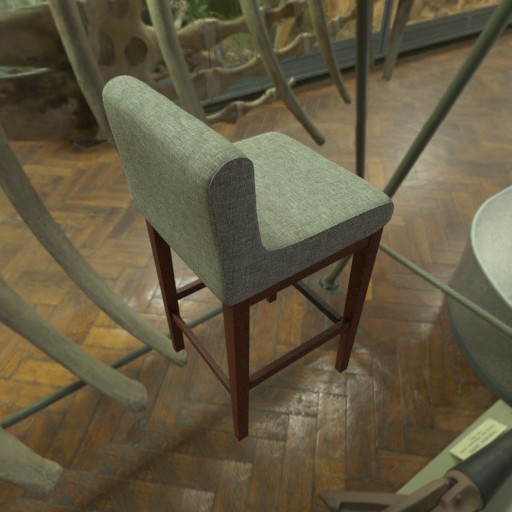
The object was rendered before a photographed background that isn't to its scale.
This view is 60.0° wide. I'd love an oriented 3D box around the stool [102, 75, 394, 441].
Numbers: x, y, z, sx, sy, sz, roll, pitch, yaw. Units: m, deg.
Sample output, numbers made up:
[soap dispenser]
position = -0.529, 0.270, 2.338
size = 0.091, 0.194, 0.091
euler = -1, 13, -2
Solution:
[stool]
position = 0.000, 0.000, 1.083
size = 0.459, 0.835, 0.417
euler = -25, 47, -26
